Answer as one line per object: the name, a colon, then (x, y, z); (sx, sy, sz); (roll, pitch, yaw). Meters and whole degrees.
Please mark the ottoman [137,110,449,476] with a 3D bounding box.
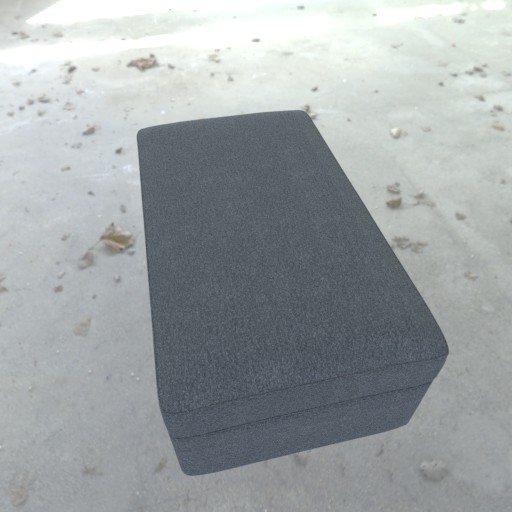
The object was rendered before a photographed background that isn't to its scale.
ottoman: (0.000, 0.000, 1.489); (0.681, 0.494, 1.173); (-9, 47, -9)
